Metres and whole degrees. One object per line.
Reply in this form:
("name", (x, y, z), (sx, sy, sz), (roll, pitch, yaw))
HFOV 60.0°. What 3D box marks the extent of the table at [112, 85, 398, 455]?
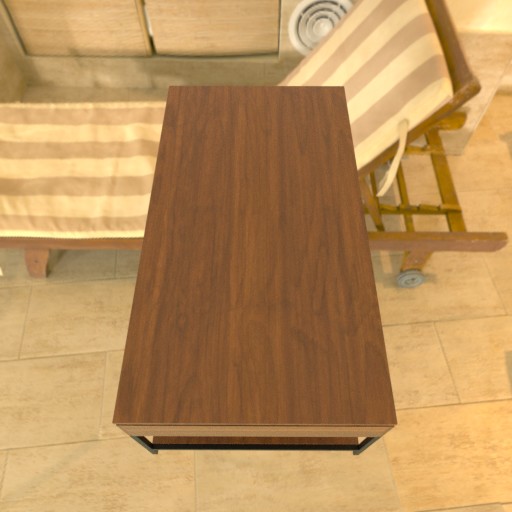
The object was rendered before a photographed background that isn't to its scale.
("table", (0.000, 0.000, 1.347), (0.574, 0.414, 1.057), (0, 58, 0))
